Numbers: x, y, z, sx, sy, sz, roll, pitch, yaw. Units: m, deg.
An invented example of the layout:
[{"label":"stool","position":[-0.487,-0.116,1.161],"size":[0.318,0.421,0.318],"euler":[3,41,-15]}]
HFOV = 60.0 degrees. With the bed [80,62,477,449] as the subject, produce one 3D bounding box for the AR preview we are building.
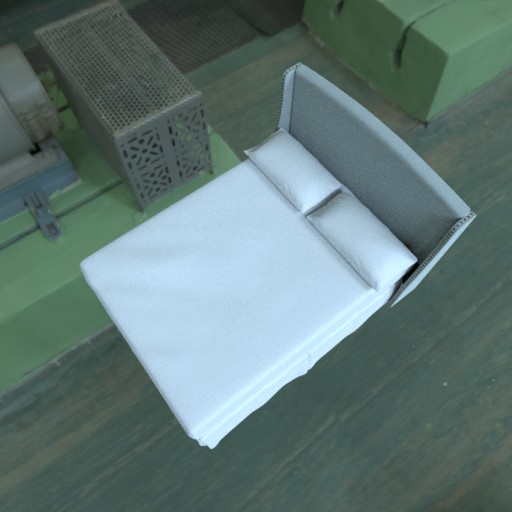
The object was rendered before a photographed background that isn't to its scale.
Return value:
[{"label":"bed","position":[0.000,0.000,3.326],"size":[2.237,1.407,1.710],"euler":[-35,69,-16]}]
